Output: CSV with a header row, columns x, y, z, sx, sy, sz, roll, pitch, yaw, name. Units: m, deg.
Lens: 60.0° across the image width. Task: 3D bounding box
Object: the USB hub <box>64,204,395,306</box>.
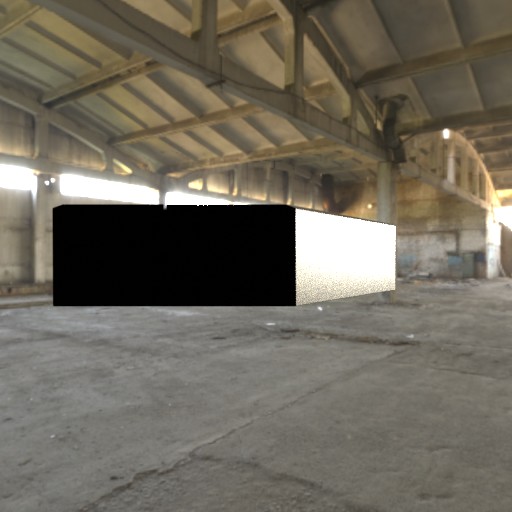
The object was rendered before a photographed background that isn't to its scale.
x,y,z,sx,sy,sz,roll,pitch,yaw,name
0.000,0.000,0.125,0.044,0.023,0.110,0,0,36,USB hub
